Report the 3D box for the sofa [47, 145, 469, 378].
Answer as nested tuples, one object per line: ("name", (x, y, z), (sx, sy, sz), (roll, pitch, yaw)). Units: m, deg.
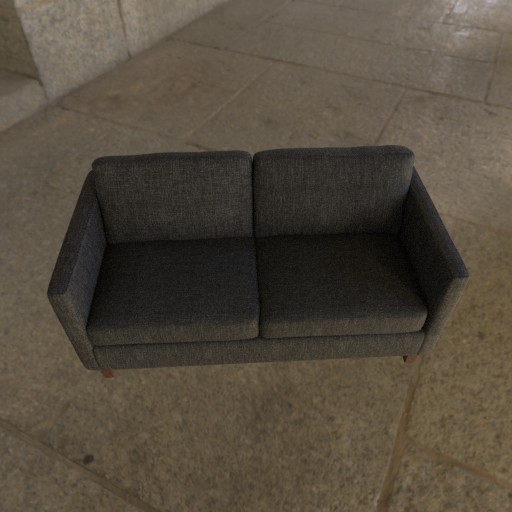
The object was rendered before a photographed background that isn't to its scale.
("sofa", (0.000, 0.000, 2.425), (1.884, 0.963, 0.950), (-2, 46, -2))
